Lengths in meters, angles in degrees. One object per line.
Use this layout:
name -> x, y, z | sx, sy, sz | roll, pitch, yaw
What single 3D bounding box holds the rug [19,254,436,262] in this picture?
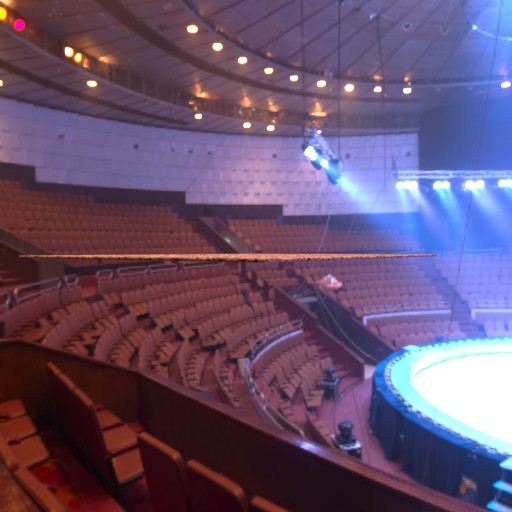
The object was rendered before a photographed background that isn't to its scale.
rug -> 0.000, 0.000, 4.182 | 2.446, 0.020, 3.215 | 0, 1, 36
